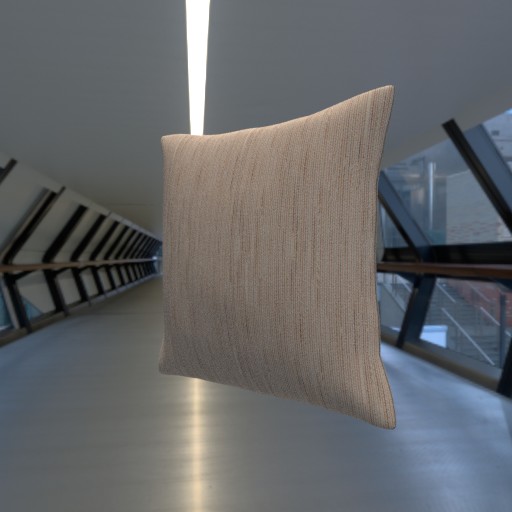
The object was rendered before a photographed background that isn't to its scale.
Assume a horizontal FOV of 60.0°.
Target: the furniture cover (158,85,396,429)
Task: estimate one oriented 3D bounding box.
[{"bbox_3d":[0.000,0.000,0.798,0.512,0.506,0.178,1,1,37],"label":"furniture cover"}]
